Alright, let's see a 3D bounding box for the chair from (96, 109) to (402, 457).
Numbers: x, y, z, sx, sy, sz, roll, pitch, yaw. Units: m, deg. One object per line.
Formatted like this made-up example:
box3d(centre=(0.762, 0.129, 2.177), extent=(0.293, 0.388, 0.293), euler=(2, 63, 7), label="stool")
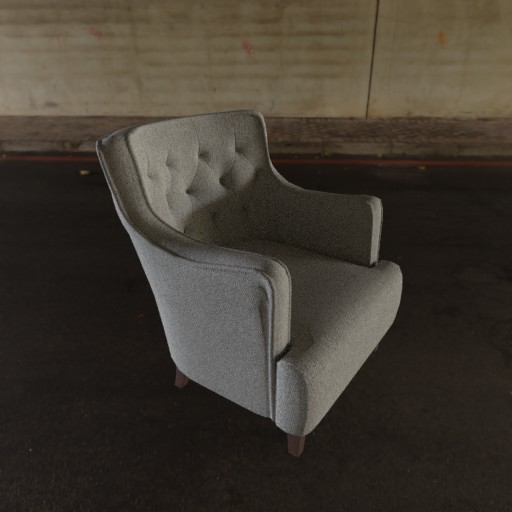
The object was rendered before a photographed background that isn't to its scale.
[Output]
box3d(centre=(0.000, 0.000, 1.603), extent=(0.910, 0.920, 0.820), euler=(17, 30, 31), label="chair")
